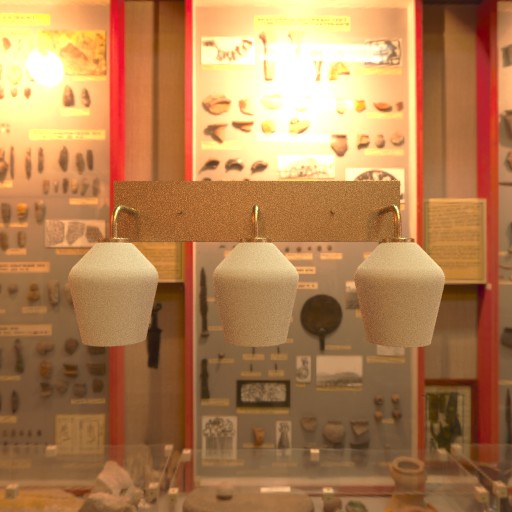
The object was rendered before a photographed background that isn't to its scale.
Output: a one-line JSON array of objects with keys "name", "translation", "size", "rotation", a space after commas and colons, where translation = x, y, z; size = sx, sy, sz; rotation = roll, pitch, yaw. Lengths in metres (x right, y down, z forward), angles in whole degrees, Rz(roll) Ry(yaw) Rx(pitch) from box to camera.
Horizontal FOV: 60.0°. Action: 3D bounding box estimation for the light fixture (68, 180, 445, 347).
[{"name": "light fixture", "translation": [0.000, 0.000, 0.755], "size": [0.609, 0.280, 0.190], "rotation": [0, 0, 1]}]
